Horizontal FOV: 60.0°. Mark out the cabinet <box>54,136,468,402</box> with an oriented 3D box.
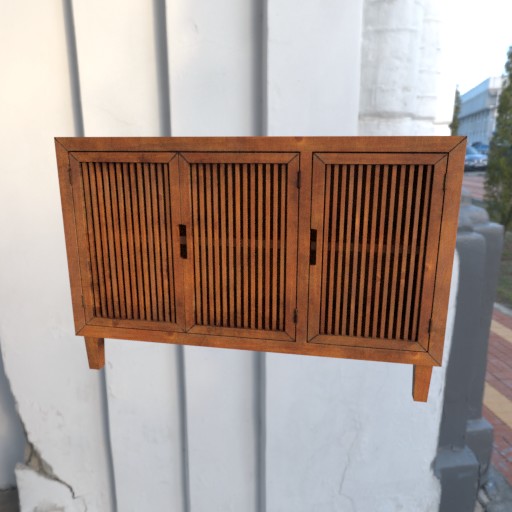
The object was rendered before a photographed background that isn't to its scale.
[{"bbox_3d":[0.000,0.000,1.557,1.204,0.805,0.403,3,14,10],"label":"cabinet"}]
